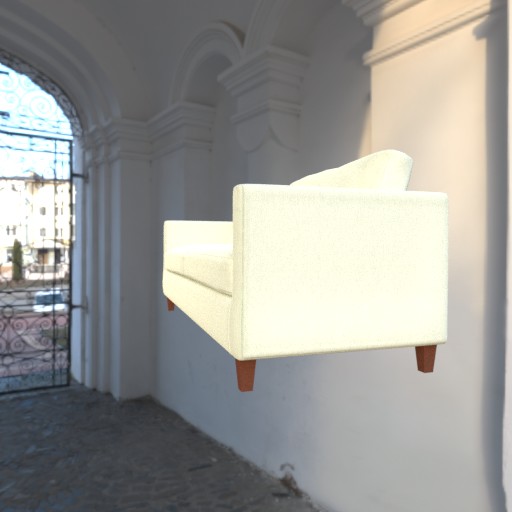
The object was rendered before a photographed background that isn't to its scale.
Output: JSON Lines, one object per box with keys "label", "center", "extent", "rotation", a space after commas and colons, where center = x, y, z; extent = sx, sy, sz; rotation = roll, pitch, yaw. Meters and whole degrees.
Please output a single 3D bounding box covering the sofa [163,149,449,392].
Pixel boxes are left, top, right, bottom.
{"label": "sofa", "center": [0.000, 0.000, 2.851], "extent": [0.948, 0.965, 2.434], "rotation": [0, 1, -18]}
